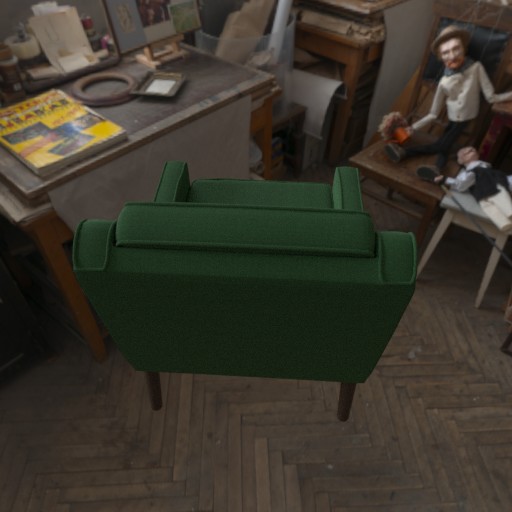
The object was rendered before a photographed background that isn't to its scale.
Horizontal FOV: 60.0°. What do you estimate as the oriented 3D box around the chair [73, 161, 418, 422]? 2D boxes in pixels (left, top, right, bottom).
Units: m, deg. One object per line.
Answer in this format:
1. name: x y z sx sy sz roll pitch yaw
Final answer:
1. chair: 0.000 0.000 1.305 0.663 0.792 0.743 2 45 2
